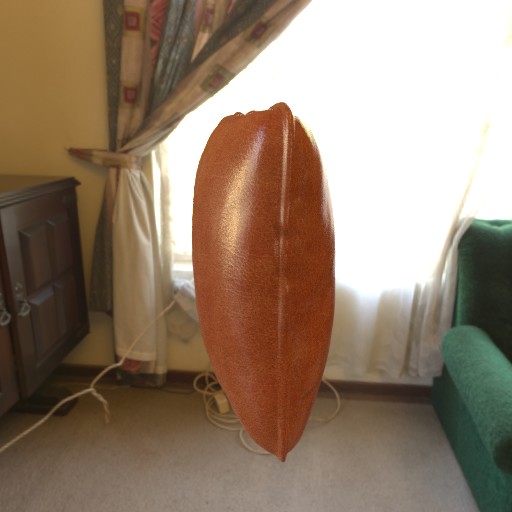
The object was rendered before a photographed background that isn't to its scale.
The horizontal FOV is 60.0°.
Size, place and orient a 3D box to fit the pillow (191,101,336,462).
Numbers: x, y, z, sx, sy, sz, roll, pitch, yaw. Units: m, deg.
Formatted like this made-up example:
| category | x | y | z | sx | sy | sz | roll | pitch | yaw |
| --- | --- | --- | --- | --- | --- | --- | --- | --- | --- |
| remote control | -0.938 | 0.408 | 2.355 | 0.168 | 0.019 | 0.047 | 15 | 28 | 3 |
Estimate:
| category | x | y | z | sx | sy | sz | roll | pitch | yaw |
| --- | --- | --- | --- | --- | --- | --- | --- | --- | --- |
| pillow | 0.000 | 0.000 | 0.826 | 0.236 | 0.523 | 0.532 | -3 | 17 | -10 |
